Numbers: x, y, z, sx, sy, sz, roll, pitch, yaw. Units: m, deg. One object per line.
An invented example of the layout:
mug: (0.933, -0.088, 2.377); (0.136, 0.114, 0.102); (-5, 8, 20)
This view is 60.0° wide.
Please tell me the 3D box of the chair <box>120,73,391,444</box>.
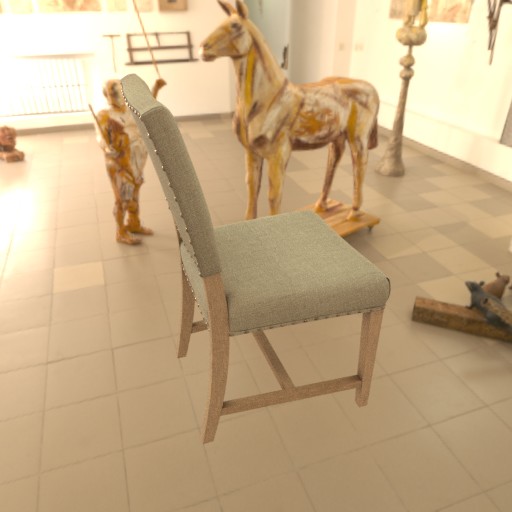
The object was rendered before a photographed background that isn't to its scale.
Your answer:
chair: (0.000, 0.000, 1.321); (0.622, 0.986, 0.508); (-10, 32, -17)
